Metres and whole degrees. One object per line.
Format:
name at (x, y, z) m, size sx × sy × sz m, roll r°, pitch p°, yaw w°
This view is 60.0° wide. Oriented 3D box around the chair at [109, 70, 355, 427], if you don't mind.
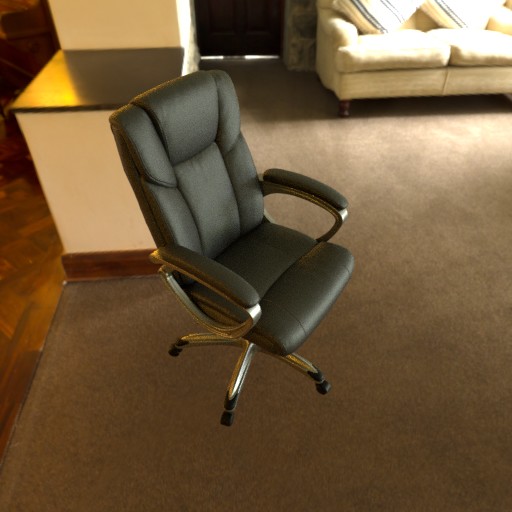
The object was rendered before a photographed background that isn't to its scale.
chair at (0.000, 0.000, 1.602) m, size 0.719 × 1.130 × 0.721 m, roll 25°, pitch 46°, yaw 26°
